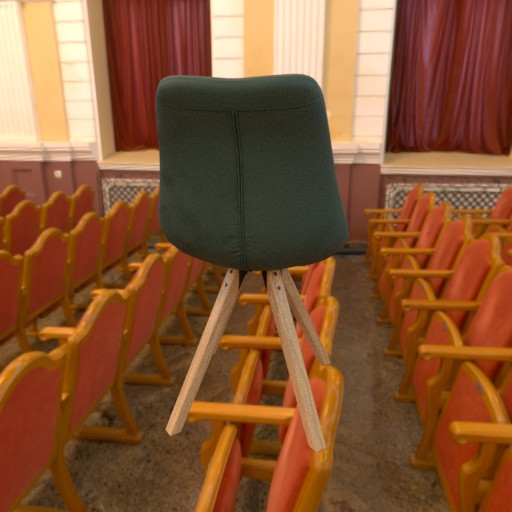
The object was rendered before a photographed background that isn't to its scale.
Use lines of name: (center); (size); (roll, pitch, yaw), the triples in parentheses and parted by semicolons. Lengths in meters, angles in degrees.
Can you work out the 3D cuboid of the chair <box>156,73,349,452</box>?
chair: (0.000, 0.000, 1.196); (0.483, 0.865, 0.547); (3, 17, 9)
